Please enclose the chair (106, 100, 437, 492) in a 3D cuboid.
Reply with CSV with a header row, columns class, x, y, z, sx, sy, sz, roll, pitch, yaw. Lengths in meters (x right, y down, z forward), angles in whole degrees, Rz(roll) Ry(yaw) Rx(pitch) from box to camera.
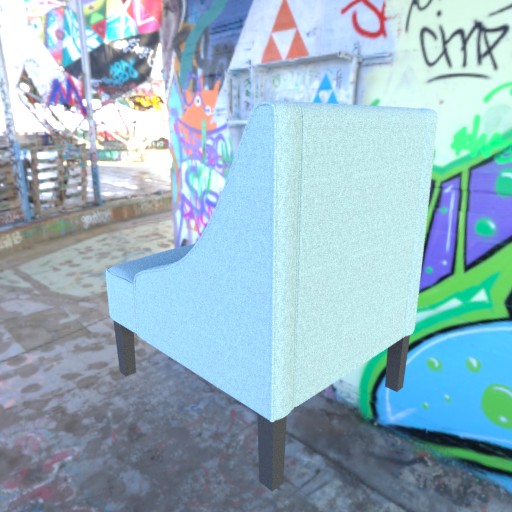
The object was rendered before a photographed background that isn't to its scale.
class,x,y,z,sx,sy,sz,roll,pitch,yaw
chair,0.000,0.000,1.799,0.857,1.133,1.025,-15,22,-42
